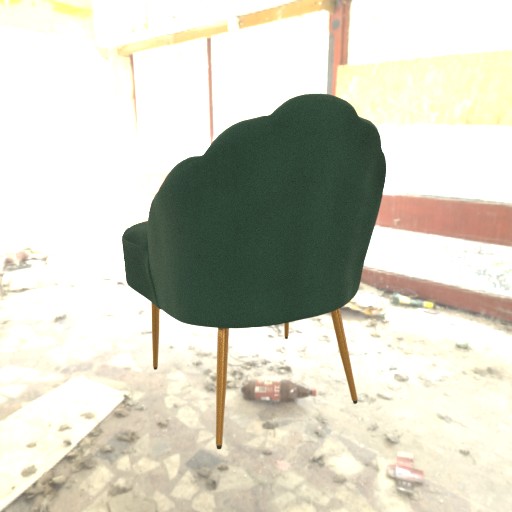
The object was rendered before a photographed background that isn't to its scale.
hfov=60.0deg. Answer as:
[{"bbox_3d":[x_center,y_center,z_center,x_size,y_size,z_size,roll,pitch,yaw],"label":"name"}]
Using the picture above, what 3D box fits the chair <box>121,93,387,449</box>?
[{"bbox_3d":[0.000,0.000,1.248,0.657,0.819,0.599,-8,17,-26],"label":"chair"}]
